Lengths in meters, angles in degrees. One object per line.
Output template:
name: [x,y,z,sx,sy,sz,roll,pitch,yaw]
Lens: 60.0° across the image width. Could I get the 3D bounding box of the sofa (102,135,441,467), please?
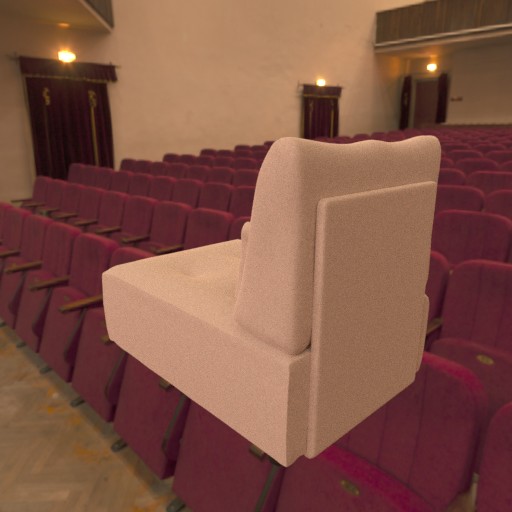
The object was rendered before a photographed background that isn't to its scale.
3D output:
sofa: [0.000,0.000,1.549,0.700,0.820,1.000,-15,21,-41]
